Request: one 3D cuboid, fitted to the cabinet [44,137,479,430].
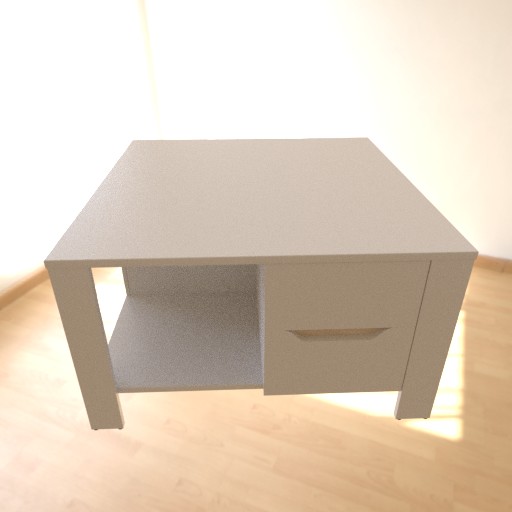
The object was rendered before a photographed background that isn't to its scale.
[{"bbox_3d":[0.000,0.000,1.273,0.800,0.460,0.800,-1,30,-2],"label":"cabinet"}]
